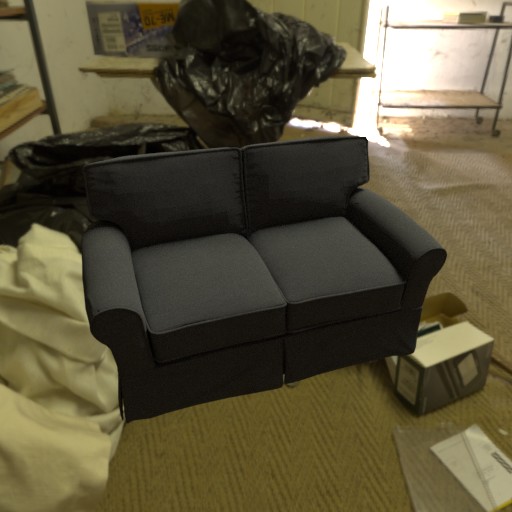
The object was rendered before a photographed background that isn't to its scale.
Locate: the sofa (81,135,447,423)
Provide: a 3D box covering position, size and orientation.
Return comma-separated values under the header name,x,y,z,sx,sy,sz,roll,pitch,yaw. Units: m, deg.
name,x,y,z,sx,sy,sz,roll,pitch,yaw
sofa,0.000,0.000,2.463,1.801,1.059,0.997,-10,33,-15
